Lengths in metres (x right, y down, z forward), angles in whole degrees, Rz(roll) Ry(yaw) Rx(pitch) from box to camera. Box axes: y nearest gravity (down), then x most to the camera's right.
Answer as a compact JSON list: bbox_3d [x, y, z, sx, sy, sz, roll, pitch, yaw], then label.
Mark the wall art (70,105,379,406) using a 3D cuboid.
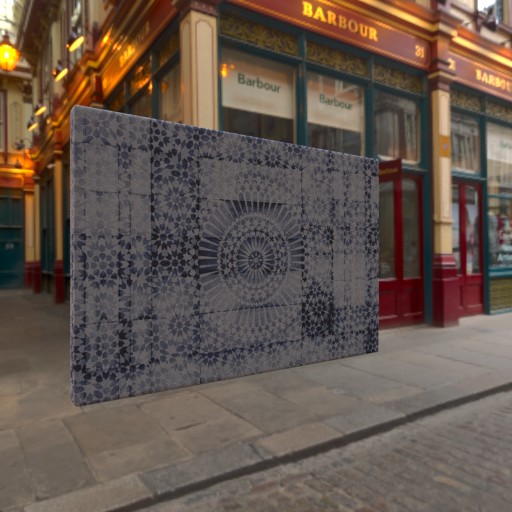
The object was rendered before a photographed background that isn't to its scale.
[{"bbox_3d":[0.000,0.000,0.777,0.608,0.406,0.030,0,0,-34],"label":"wall art"}]
